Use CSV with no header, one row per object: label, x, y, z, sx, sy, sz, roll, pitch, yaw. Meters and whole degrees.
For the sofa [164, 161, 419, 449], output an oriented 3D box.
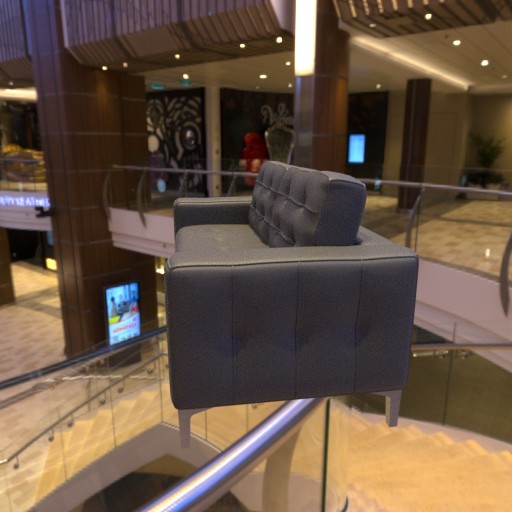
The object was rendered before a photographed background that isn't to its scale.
sofa,0.000,0.000,2.221,0.833,0.893,1.726,-2,14,-9
